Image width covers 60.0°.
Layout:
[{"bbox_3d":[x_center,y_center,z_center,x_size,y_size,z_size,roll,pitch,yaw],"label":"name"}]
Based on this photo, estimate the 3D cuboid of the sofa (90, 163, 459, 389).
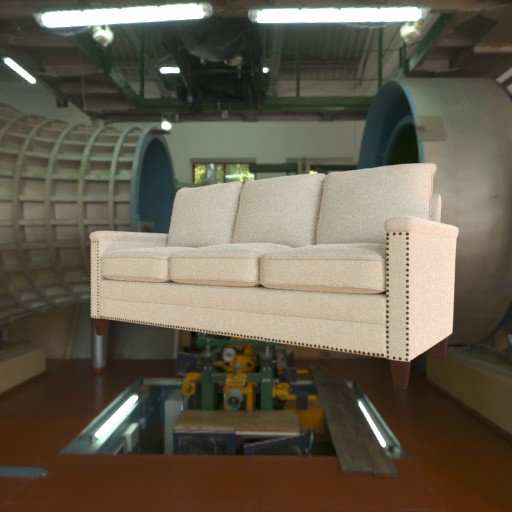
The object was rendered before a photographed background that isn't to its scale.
[{"bbox_3d":[0.000,0.000,2.438,1.925,0.961,0.828,0,0,36],"label":"sofa"}]
